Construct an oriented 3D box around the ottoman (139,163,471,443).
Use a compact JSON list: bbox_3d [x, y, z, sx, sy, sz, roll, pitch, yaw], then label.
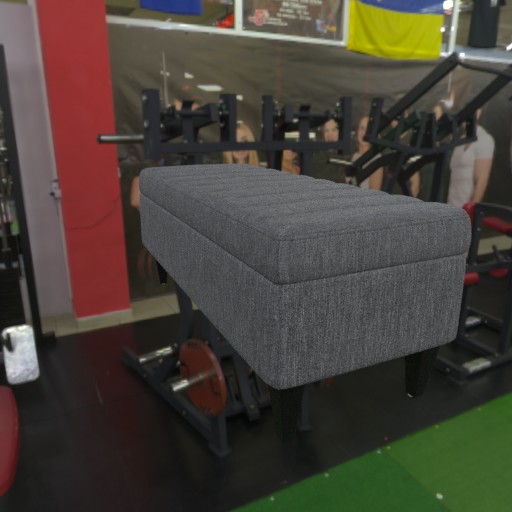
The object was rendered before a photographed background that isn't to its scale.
[{"bbox_3d":[0.000,0.000,1.375,0.482,0.469,1.151,-8,19,-24],"label":"ottoman"}]
